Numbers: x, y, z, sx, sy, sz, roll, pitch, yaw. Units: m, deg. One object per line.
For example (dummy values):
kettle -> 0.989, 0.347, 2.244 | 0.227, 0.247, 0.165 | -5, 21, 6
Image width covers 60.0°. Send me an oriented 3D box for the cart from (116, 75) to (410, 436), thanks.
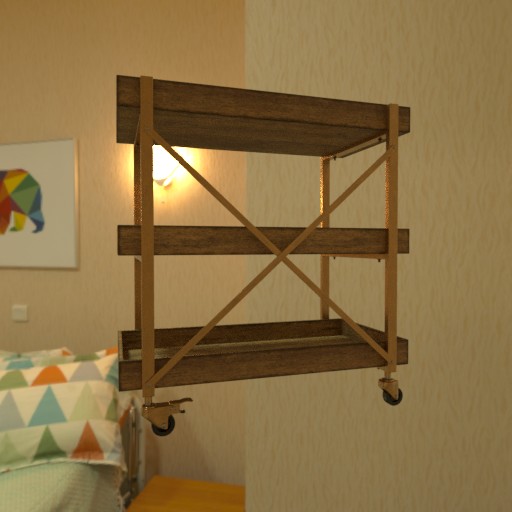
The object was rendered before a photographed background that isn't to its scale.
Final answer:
cart -> 0.000, 0.000, 1.256 | 0.750, 0.799, 0.416 | 0, 1, -18
